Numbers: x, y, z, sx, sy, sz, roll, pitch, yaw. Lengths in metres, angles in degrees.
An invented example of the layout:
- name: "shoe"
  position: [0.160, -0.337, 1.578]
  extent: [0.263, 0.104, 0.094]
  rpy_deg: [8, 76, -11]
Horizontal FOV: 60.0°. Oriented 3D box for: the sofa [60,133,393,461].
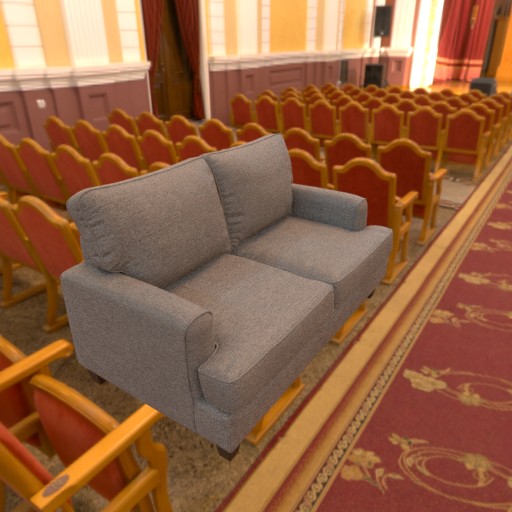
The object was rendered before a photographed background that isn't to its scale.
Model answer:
- name: "sofa"
  position: [0.000, 0.000, 2.292]
  extent: [0.965, 0.965, 1.651]
  rpy_deg: [17, 31, 30]
